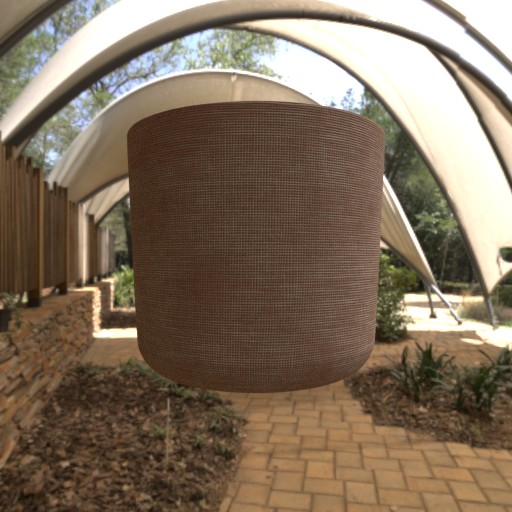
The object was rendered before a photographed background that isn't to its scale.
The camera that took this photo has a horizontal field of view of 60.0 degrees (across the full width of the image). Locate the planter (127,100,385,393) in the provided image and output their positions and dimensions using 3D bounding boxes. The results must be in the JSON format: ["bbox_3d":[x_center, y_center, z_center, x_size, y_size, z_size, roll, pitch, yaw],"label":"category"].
[{"bbox_3d":[0.000,0.000,0.786,0.440,0.398,0.440,0,0,0],"label":"planter"}]
